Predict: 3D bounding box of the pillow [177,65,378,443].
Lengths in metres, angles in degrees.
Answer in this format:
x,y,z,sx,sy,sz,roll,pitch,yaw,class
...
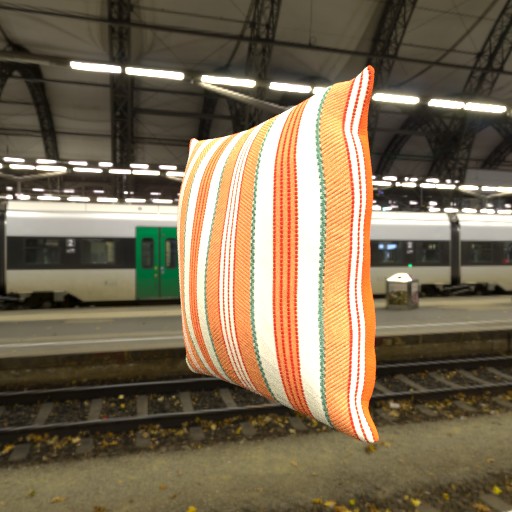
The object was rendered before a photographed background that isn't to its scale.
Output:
x,y,z,sx,sy,sz,roll,pitch,yaw,class
0.000,0.000,0.670,0.182,0.441,0.440,0,0,-36,pillow
